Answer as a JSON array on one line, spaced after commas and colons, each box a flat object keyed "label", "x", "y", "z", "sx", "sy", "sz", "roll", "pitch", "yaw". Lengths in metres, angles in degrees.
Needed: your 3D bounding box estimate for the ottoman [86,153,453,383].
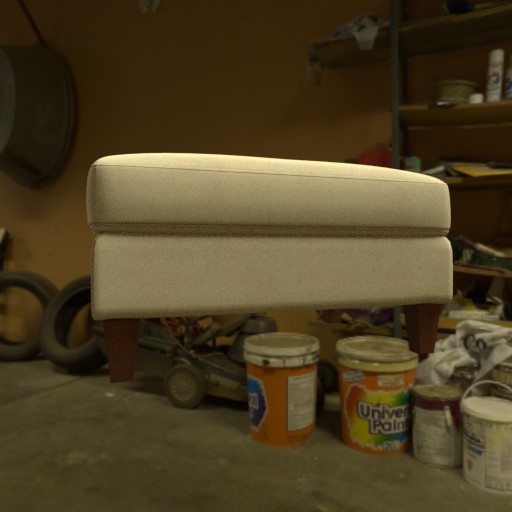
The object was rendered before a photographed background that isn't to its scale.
[{"label": "ottoman", "x": 0.000, "y": 0.000, "z": 1.223, "sx": 0.864, "sy": 0.483, "sz": 0.584, "roll": 0, "pitch": 1, "yaw": -19}]
